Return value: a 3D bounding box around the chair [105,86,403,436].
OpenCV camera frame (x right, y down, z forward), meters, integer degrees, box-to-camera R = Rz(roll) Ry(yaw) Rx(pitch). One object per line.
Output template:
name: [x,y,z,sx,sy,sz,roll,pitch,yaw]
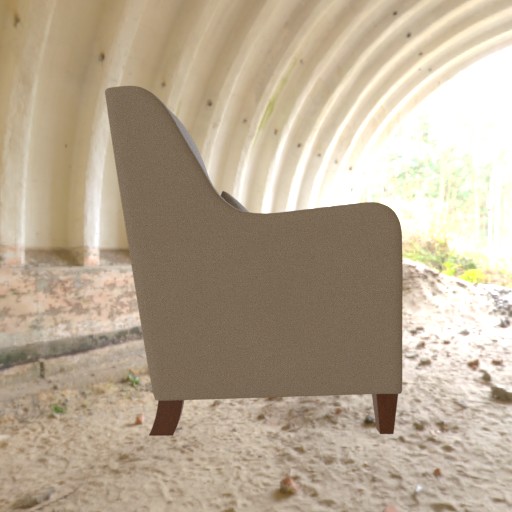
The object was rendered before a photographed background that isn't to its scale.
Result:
chair: [0.000,0.000,1.587,0.863,1.010,0.715,0,0,0]
